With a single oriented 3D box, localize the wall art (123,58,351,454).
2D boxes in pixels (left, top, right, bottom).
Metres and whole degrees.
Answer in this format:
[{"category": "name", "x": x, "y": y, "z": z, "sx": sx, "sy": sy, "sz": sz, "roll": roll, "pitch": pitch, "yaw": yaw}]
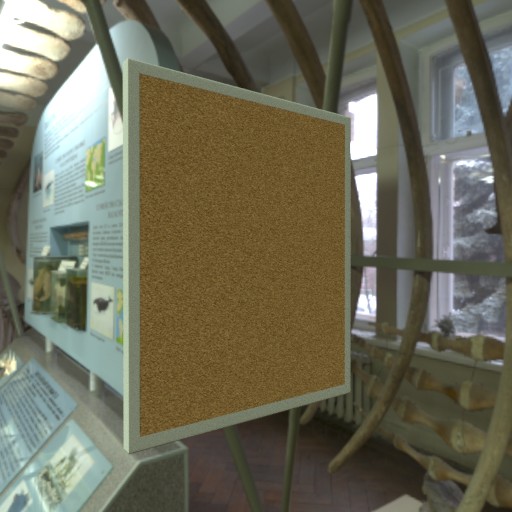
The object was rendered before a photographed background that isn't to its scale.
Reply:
[{"category": "wall art", "x": 0.000, "y": 0.000, "z": 0.739, "sx": 0.444, "sy": 0.536, "sz": 0.020, "roll": 0, "pitch": 1, "yaw": -37}]
